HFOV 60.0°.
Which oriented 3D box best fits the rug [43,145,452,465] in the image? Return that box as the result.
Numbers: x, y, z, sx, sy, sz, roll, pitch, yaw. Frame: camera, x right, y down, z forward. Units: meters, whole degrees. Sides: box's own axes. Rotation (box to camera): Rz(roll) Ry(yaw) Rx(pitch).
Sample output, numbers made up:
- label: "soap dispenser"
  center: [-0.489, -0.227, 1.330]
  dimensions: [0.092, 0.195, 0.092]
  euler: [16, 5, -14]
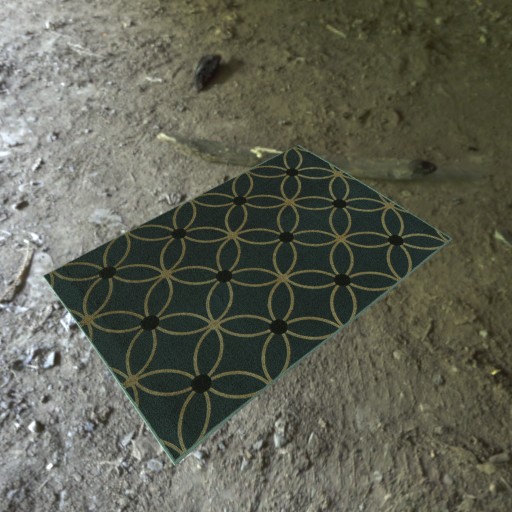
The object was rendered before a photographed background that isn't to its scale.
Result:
- label: "rug"
  center: [0.000, 0.000, 2.936]
  dimensions: [2.284, 0.008, 1.522]
  euler: [-32, 55, -26]
